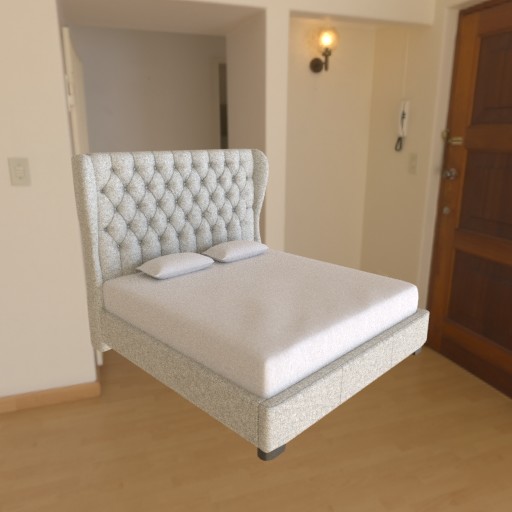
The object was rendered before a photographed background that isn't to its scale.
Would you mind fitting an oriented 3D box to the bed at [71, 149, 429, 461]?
[{"bbox_3d":[0.000,0.000,3.926,2.219,1.771,2.347,-15,21,-43],"label":"bed"}]
